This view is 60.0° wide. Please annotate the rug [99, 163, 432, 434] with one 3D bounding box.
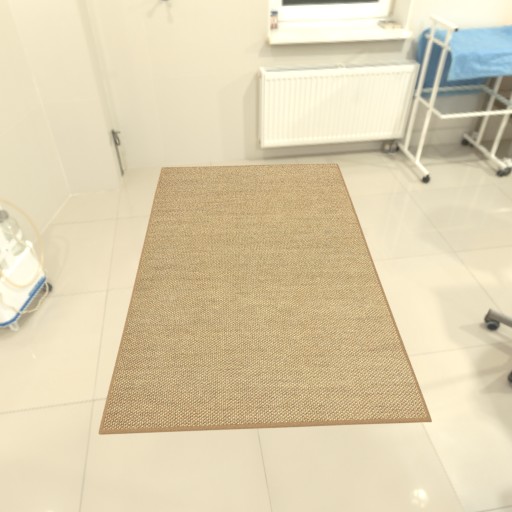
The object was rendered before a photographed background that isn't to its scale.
[{"bbox_3d":[0.000,0.000,2.029,1.061,0.012,1.668,-2,41,-2],"label":"rug"}]
